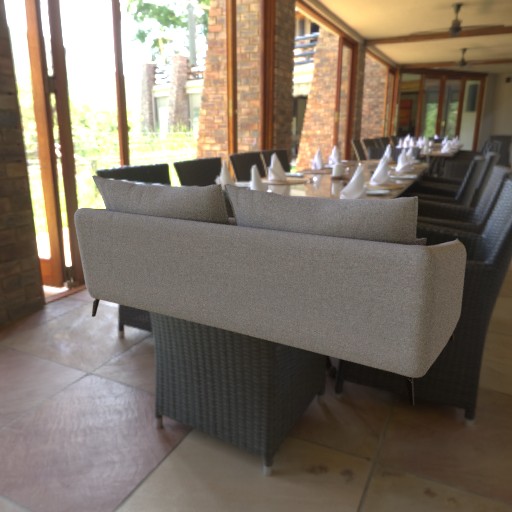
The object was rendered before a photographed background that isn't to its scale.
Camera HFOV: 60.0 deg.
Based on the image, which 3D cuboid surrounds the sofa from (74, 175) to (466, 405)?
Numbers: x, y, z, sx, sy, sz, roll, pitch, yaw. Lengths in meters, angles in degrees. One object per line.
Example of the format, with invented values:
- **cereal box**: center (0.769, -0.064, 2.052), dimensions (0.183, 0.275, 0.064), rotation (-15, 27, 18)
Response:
- **sofa**: center (0.000, 0.000, 2.389), dimensions (2.022, 0.833, 0.809), rotation (8, 18, 28)
